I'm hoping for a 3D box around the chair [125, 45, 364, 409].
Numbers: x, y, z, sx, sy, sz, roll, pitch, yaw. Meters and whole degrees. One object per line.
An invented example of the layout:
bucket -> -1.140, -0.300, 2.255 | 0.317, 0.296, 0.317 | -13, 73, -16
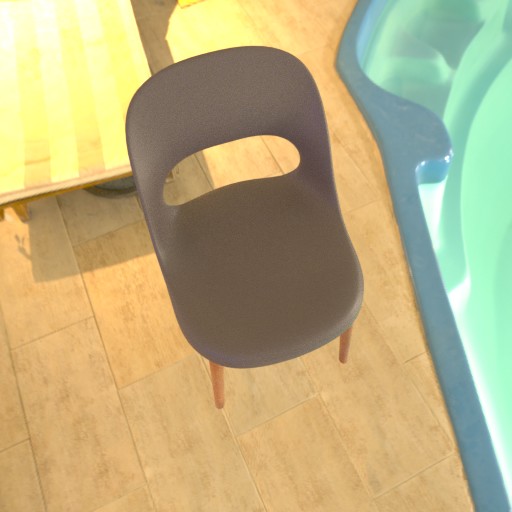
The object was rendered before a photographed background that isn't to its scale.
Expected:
chair -> 0.000, 0.000, 1.130 | 0.470, 0.795, 0.556 | -18, 65, -9
